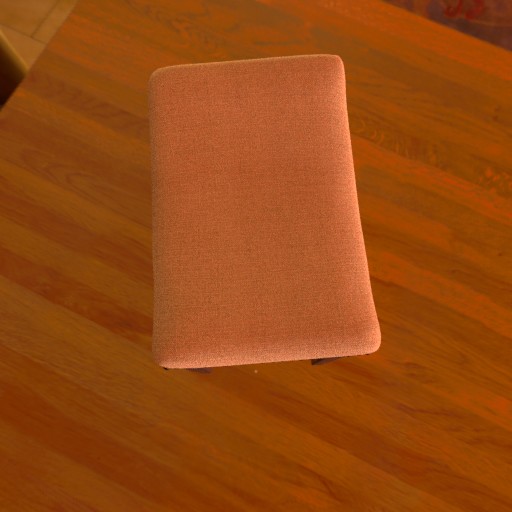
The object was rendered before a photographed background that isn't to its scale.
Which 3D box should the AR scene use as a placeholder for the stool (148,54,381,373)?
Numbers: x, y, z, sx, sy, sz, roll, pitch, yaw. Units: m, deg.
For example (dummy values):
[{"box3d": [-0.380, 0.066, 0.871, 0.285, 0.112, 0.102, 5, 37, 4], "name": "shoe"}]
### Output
[{"box3d": [0.000, 0.000, 1.033, 0.363, 0.768, 0.509, -4, 75, -1], "name": "stool"}]
